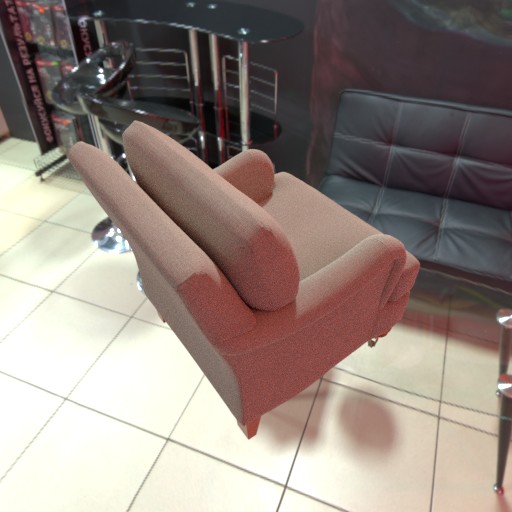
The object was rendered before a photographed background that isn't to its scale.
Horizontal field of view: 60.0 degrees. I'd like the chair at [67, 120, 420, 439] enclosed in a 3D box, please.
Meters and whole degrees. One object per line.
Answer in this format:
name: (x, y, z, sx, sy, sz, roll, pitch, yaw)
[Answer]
chair: (0.000, 0.000, 1.849, 1.070, 1.038, 0.955, -25, 46, -26)
